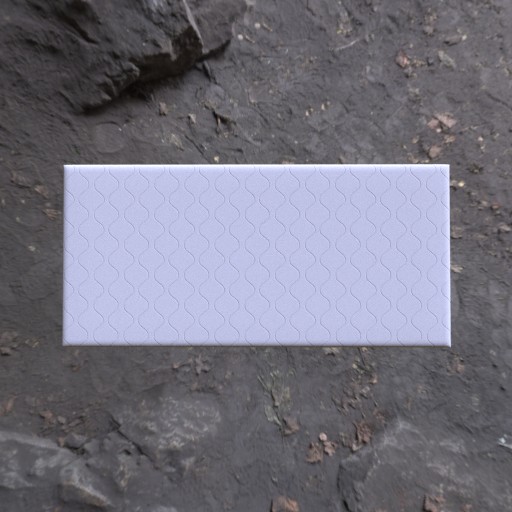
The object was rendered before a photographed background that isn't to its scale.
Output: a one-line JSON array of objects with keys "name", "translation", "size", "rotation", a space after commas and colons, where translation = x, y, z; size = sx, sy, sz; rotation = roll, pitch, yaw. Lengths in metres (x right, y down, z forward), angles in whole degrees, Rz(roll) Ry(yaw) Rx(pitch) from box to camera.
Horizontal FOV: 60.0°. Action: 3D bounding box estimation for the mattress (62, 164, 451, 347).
[{"name": "mattress", "translation": [0.000, 0.000, 2.247], "size": [1.900, 0.200, 0.900], "rotation": [0, 89, 0]}]
